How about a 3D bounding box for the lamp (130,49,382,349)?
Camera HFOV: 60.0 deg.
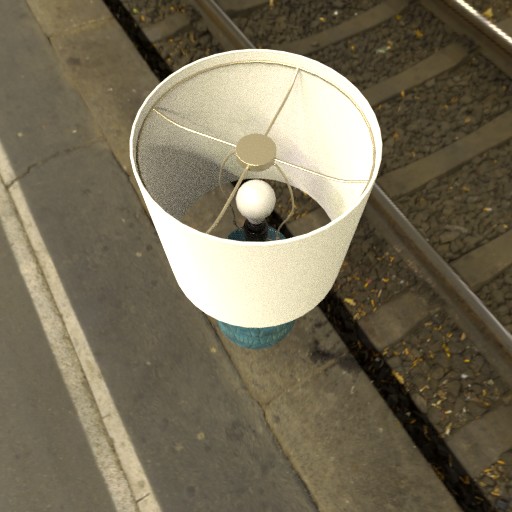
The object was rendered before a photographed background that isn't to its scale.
[{"bbox_3d":[0.000,0.000,0.576,0.211,0.455,0.211,34,68,16],"label":"lamp"}]
